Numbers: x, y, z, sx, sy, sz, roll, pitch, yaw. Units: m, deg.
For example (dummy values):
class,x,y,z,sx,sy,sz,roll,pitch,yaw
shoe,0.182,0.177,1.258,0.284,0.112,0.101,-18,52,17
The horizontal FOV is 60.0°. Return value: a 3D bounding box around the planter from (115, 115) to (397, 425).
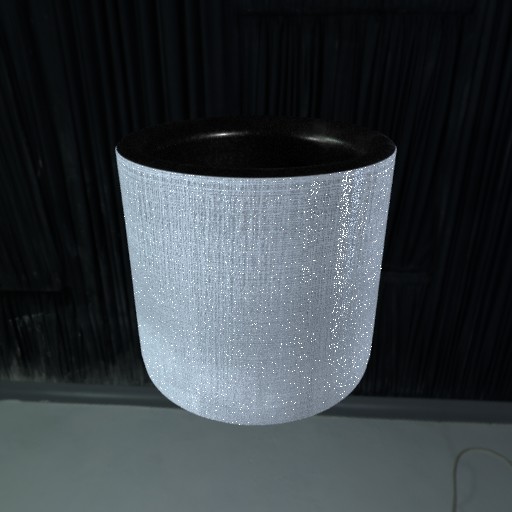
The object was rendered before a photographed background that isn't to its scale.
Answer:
class,x,y,z,sx,sy,sz,roll,pitch,yaw
planter,0.000,0.000,0.291,0.160,0.156,0.160,0,26,0
